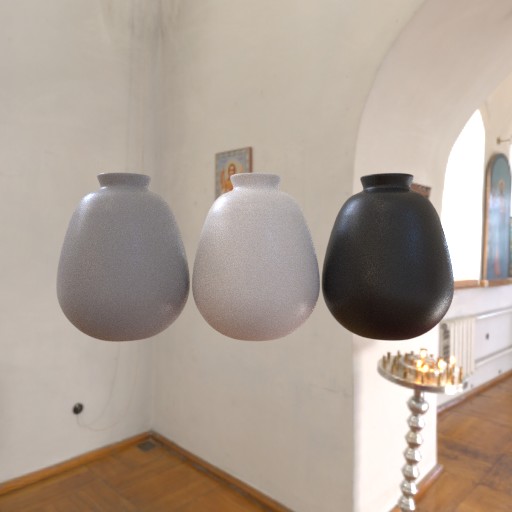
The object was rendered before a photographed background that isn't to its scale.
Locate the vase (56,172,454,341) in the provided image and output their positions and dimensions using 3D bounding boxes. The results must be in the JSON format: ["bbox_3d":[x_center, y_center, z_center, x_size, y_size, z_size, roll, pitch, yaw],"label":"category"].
[{"bbox_3d":[0.000,0.000,0.341,0.297,0.122,0.097,0,2,-1],"label":"vase"}]
